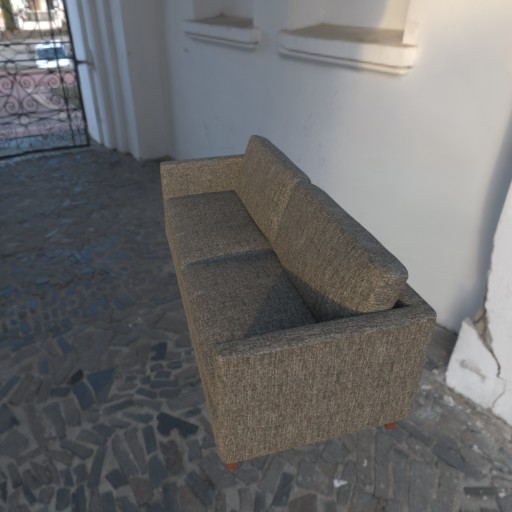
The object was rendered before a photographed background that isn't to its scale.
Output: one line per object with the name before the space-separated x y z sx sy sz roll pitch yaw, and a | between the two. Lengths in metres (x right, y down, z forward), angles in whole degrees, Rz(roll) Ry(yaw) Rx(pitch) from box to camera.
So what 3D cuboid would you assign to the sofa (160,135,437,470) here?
sofa | 0.000 0.000 2.722 0.948 0.960 2.208 -8 32 -14
